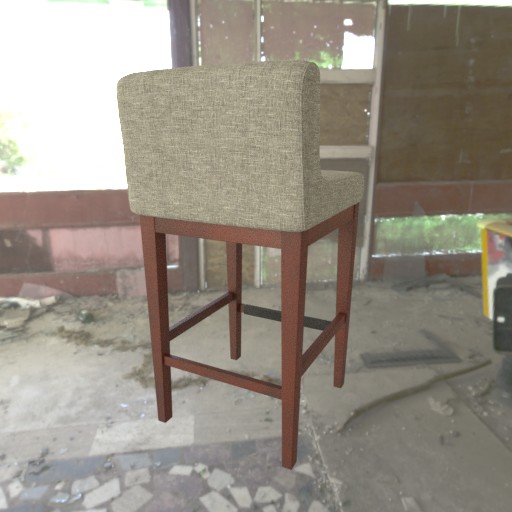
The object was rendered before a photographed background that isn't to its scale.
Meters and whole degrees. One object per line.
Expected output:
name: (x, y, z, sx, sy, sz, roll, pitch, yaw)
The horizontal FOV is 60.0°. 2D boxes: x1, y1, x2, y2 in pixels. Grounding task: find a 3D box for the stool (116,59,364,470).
stool: (0.000, 0.000, 1.099, 0.417, 0.835, 0.459, 8, 18, 27)
